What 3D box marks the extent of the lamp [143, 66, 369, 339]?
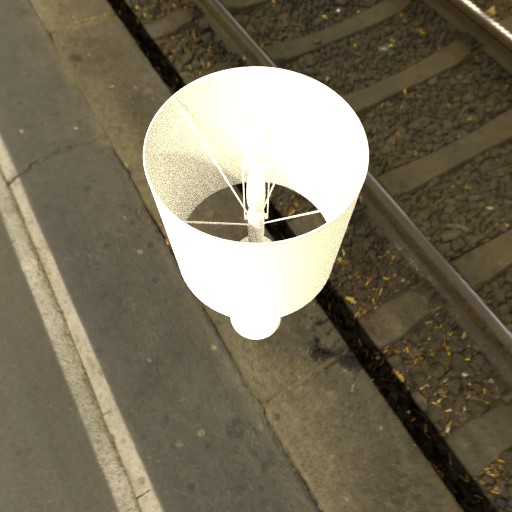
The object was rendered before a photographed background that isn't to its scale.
[{"bbox_3d":[0.000,0.000,0.741,0.250,0.597,0.250,35,69,16],"label":"lamp"}]
